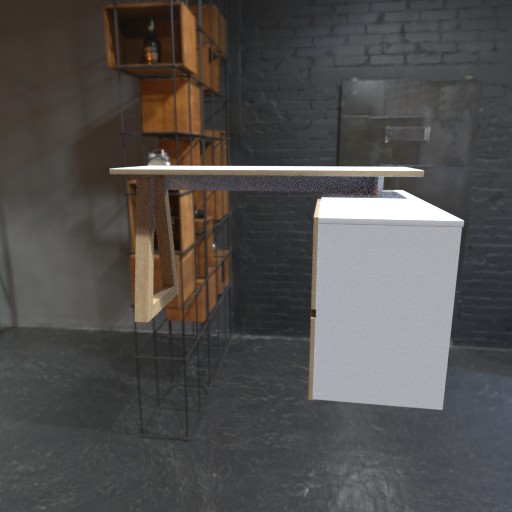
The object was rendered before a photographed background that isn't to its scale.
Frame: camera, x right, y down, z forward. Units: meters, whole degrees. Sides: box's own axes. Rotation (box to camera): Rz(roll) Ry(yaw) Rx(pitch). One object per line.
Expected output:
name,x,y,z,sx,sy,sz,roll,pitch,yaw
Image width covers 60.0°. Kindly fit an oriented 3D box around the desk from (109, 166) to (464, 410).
desk,0.000,0.000,1.985,1.404,0.755,1.098,2,13,9
